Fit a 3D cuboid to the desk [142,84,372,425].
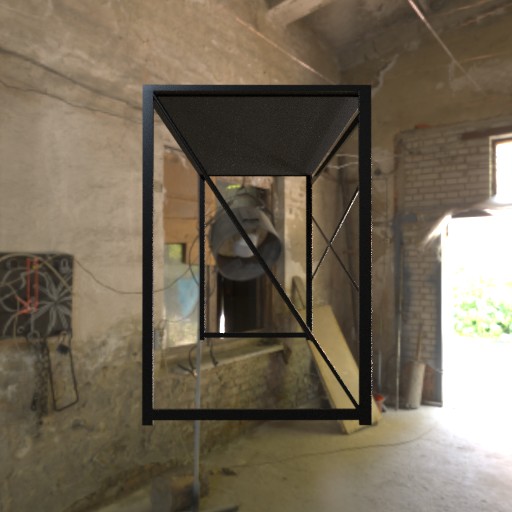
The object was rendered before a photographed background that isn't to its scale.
[{"bbox_3d":[0.000,0.000,1.479,0.505,0.747,1.015,0,0,0],"label":"desk"}]
